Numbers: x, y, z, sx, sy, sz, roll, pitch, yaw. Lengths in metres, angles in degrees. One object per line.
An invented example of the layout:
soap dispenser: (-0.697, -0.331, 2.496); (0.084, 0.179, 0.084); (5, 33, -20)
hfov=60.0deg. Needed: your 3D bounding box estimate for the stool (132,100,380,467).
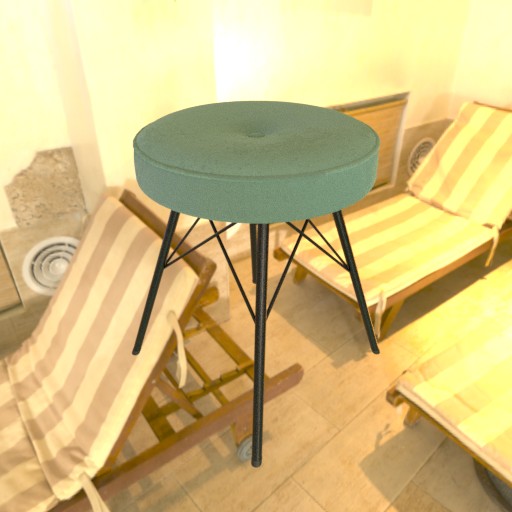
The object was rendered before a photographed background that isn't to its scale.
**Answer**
stool: (0.000, 0.000, 0.872); (0.458, 0.519, 0.457); (-22, 38, -30)
